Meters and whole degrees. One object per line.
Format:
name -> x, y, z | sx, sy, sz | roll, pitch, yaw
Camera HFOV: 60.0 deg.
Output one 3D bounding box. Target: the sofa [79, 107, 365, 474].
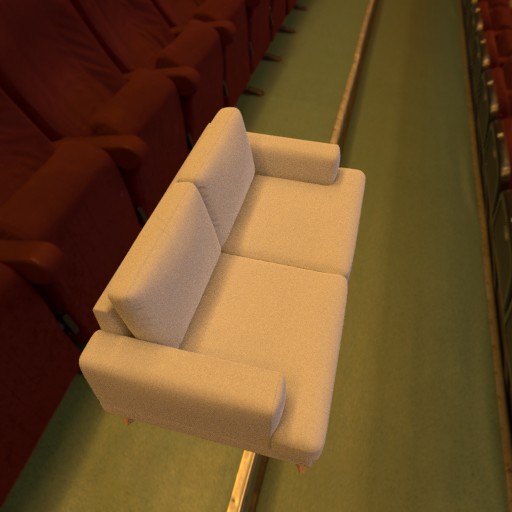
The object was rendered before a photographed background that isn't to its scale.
sofa -> 0.000, 0.000, 2.125 | 0.915, 0.810, 1.651 | 11, 49, 10
